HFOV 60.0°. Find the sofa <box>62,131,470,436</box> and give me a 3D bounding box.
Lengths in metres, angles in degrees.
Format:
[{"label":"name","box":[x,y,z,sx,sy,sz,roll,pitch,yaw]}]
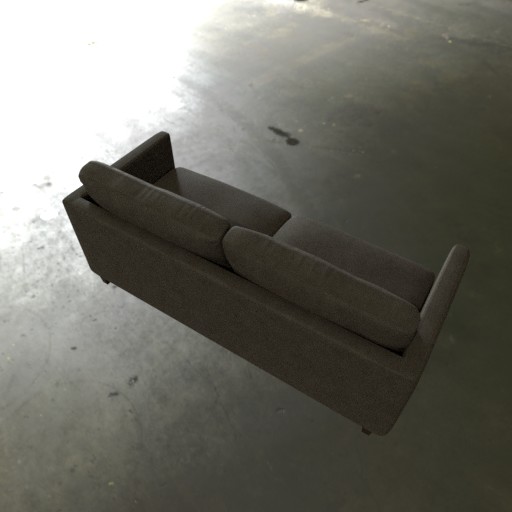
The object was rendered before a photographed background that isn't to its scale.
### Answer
[{"label":"sofa","box":[0.000,0.000,2.715,2.208,0.965,0.951,25,52,21]}]
